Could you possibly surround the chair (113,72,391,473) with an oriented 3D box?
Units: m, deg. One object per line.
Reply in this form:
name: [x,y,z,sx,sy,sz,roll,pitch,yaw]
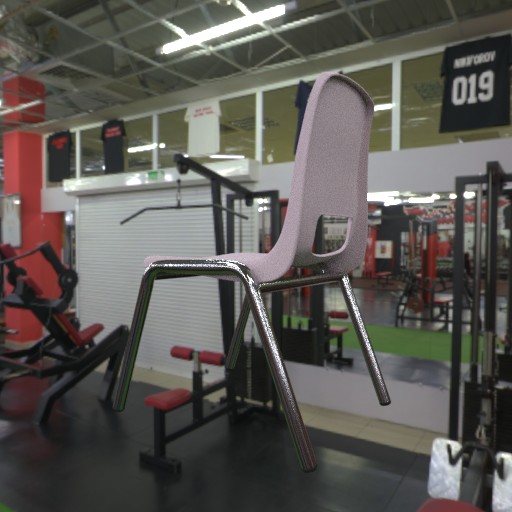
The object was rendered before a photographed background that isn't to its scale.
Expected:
chair: [0.000,0.000,0.849,0.423,0.586,0.354,1,2,36]
